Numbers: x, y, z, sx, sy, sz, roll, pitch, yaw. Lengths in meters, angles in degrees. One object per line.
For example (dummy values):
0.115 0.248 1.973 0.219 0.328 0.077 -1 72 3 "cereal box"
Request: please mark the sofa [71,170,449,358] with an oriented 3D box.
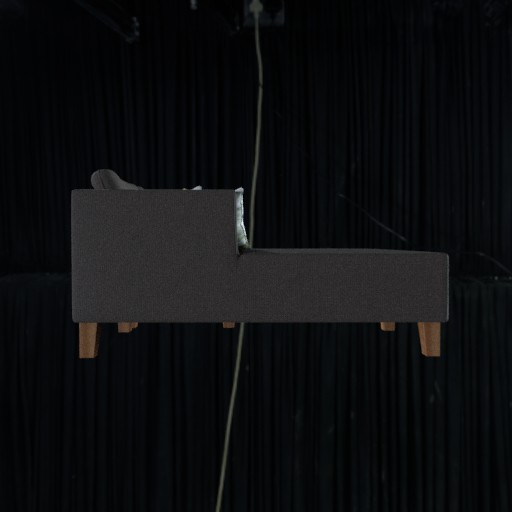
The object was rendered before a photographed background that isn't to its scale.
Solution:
0.000 0.000 3.434 1.829 0.932 2.679 0 1 -1 "sofa"
